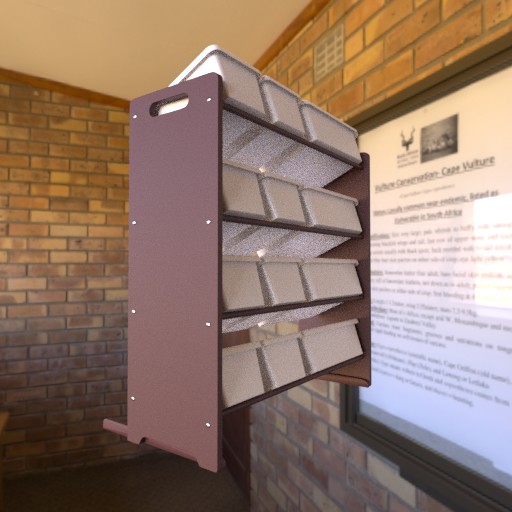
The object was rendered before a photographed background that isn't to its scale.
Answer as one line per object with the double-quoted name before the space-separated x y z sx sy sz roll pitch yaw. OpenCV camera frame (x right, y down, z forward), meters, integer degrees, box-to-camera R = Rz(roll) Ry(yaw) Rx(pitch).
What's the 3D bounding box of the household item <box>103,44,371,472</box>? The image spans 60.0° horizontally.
"household item" 0.000 0.000 1.298 0.389 0.864 0.787 -1 -2 36
